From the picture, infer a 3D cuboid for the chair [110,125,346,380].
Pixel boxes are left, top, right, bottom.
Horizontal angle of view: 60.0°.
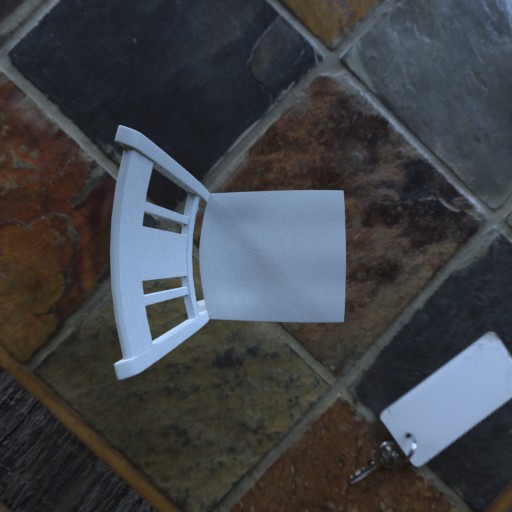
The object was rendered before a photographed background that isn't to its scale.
[{"bbox_3d":[0.000,0.000,1.283,0.555,0.998,0.450,0,89,-1],"label":"chair"}]
